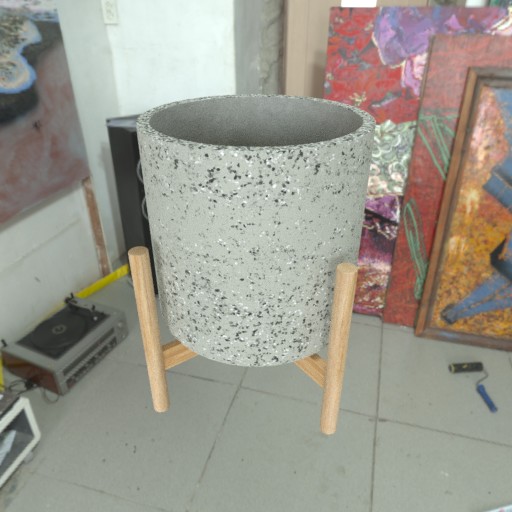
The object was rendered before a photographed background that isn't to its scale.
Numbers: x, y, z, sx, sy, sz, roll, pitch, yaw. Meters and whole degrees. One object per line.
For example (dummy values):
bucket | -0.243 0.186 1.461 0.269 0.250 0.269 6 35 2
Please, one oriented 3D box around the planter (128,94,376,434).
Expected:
planter | 0.000 0.000 0.679 0.360 0.419 0.360 -7 31 -12
